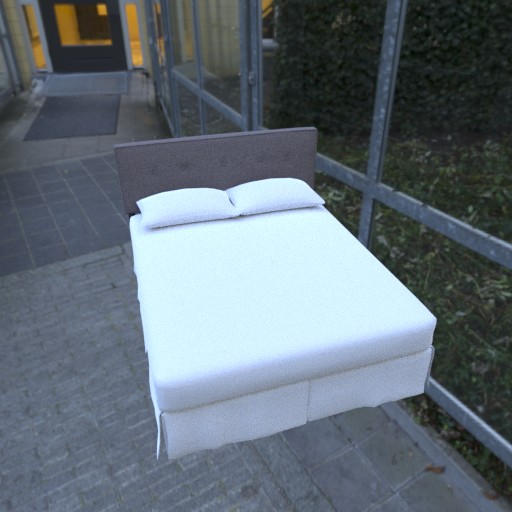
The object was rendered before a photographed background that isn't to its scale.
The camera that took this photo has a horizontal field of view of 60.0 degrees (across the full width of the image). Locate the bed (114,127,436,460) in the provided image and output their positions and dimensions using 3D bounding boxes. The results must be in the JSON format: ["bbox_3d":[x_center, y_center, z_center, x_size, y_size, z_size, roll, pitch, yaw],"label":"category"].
[{"bbox_3d":[0.000,0.000,2.906,1.610,1.089,1.894,-9,33,-15],"label":"bed"}]
